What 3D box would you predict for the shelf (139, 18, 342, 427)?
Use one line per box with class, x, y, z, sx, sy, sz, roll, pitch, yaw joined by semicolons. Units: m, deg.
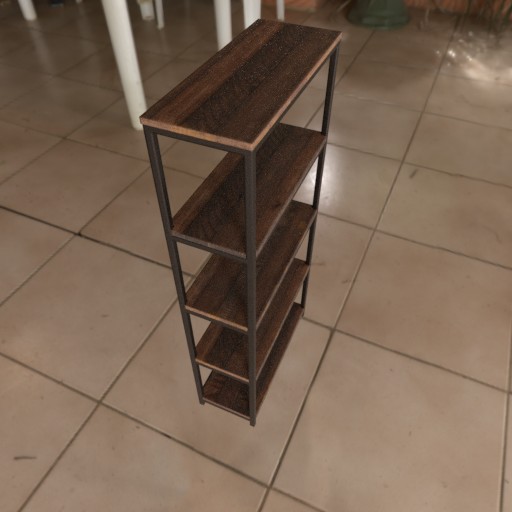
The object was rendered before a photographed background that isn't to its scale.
shelf;0.000;0.000;2.185;0.359;1.860;0.874;18;49;16
